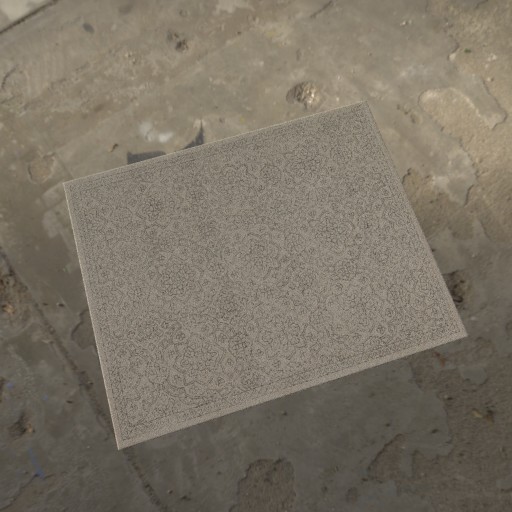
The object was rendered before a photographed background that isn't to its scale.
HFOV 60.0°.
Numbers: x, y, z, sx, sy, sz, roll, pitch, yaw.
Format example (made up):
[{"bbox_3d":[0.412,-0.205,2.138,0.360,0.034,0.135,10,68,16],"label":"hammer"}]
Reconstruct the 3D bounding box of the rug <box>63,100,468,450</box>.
[{"bbox_3d":[0.000,0.000,3.983,3.050,0.015,2.441,-17,75,-5],"label":"rug"}]
